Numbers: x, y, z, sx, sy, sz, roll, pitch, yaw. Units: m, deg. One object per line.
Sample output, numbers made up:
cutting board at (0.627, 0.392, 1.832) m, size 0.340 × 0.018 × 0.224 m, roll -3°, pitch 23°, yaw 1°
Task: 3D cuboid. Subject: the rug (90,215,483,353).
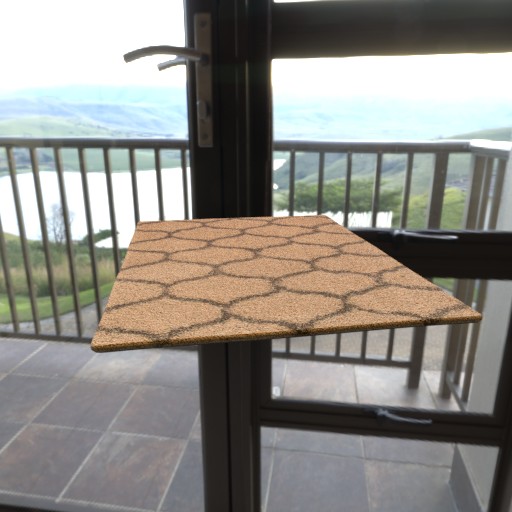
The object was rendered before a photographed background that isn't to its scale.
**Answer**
rug at (0.000, 0.000, 2.062) m, size 1.200 × 0.025 × 1.600 m, roll -3°, pitch 17°, yaw -9°
